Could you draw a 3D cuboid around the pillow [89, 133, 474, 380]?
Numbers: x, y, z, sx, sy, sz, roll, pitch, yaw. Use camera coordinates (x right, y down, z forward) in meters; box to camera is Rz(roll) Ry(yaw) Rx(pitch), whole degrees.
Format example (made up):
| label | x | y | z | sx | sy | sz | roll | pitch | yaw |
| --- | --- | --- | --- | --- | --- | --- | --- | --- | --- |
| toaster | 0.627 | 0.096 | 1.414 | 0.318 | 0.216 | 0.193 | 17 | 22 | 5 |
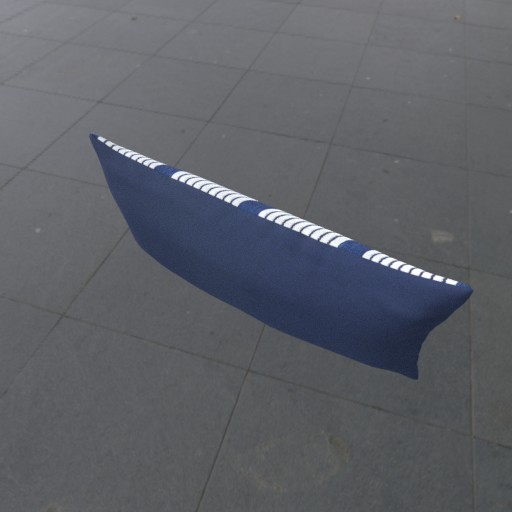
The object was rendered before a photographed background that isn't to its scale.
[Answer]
| label | x | y | z | sx | sy | sz | roll | pitch | yaw |
| --- | --- | --- | --- | --- | --- | --- | --- | --- | --- |
| pillow | 0.000 | 0.000 | 0.724 | 0.608 | 0.292 | 0.156 | 25 | 52 | 22 |
